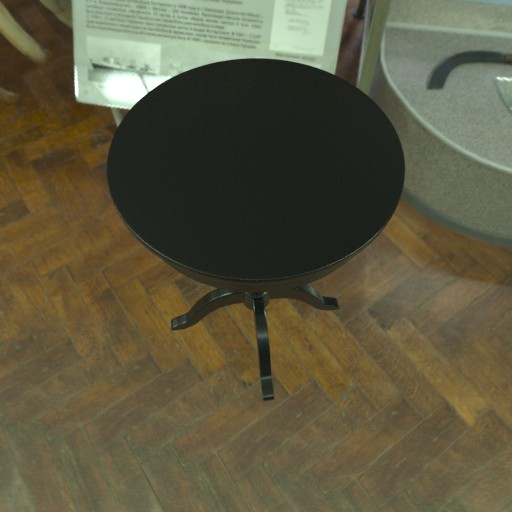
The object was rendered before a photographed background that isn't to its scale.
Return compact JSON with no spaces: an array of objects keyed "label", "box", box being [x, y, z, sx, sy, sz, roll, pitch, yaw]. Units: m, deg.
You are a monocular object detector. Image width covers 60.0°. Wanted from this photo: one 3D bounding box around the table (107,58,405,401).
[{"label":"table","box":[0.000,0.000,1.000,0.481,0.665,0.481,0,59,0]}]
